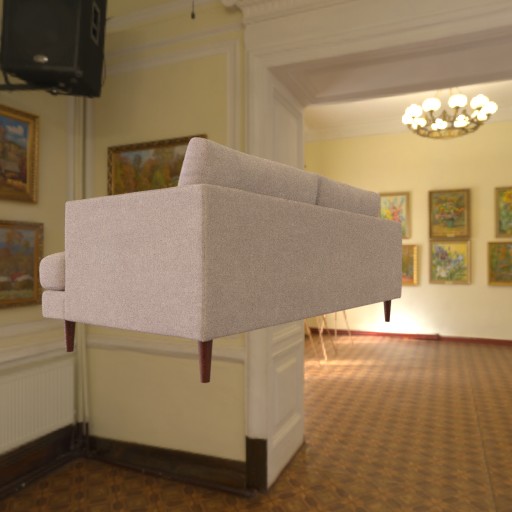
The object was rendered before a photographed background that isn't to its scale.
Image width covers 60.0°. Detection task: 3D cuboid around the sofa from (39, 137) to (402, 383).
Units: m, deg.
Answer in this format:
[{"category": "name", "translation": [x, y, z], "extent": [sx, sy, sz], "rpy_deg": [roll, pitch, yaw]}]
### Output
[{"category": "sofa", "translation": [0.000, 0.000, 2.482], "extent": [1.020, 0.868, 1.948], "rpy_deg": [0, 0, 36]}]
